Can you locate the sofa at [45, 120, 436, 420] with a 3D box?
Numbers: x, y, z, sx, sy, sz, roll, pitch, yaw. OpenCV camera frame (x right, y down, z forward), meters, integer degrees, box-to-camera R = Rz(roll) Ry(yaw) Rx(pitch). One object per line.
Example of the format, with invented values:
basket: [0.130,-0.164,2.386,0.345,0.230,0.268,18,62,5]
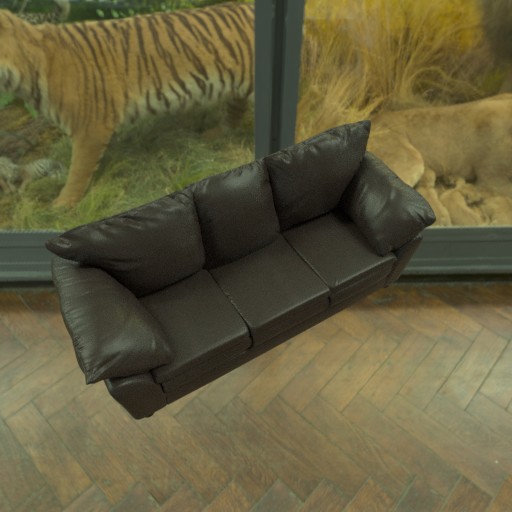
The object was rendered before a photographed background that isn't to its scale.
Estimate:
sofa: [0.000,0.000,2.869,2.390,1.091,0.907,-24,51,-21]
